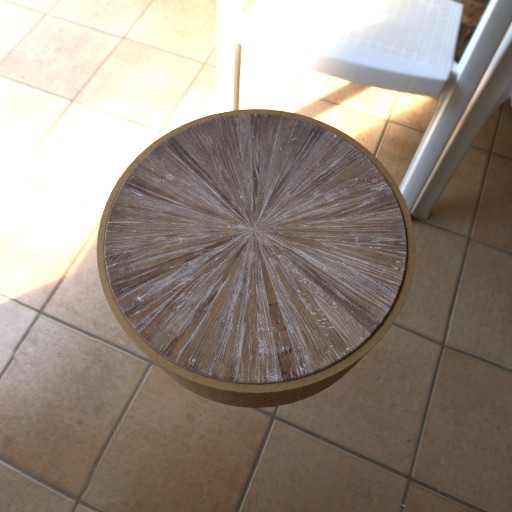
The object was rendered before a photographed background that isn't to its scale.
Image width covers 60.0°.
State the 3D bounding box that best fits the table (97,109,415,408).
[{"bbox_3d":[0.000,0.000,1.586,1.001,0.409,1.001,0,65,0],"label":"table"}]
